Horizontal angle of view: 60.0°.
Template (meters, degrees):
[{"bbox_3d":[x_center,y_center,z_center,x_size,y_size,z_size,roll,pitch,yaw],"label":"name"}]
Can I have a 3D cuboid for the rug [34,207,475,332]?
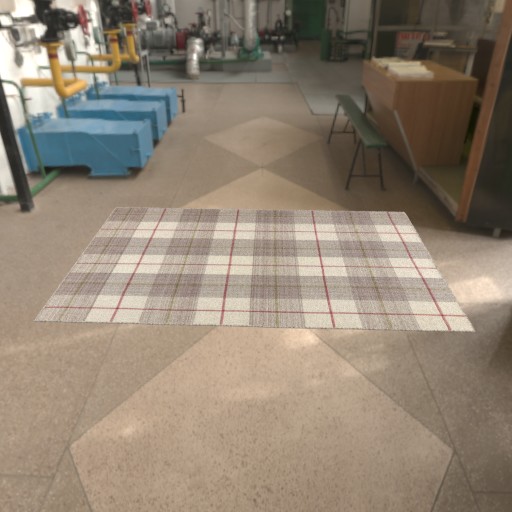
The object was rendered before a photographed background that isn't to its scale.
[{"bbox_3d":[0.000,0.000,3.120,2.464,0.010,1.549,1,31,2],"label":"rug"}]
